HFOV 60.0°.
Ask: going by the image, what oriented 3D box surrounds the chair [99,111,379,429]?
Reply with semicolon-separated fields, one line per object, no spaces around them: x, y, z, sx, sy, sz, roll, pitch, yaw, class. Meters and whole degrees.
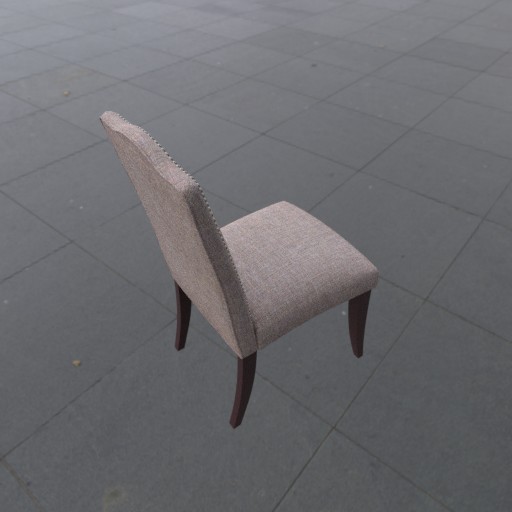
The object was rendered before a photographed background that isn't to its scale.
0.000;0.000;1.408;0.660;1.016;0.513;-26;47;-26;chair
